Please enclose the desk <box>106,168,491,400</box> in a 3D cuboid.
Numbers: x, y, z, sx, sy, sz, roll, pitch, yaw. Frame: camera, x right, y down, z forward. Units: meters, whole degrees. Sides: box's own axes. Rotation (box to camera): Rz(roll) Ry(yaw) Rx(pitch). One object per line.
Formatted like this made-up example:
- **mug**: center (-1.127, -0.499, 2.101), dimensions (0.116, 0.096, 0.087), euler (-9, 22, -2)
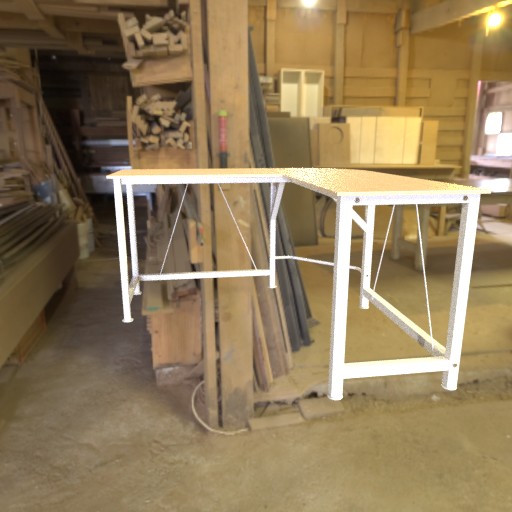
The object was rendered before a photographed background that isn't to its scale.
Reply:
- **desk**: center (0.000, 0.000, 2.163), dimensions (1.400, 0.762, 1.400), euler (-2, 14, -8)
